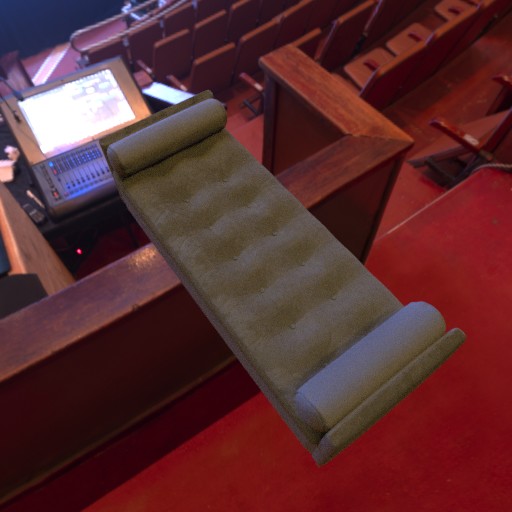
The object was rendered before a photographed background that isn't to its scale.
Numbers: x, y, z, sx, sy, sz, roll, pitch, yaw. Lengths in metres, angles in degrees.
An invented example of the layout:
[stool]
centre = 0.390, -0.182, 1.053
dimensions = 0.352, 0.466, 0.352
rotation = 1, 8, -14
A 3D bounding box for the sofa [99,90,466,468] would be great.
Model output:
[sofa]
centre = 0.000, 0.000, 2.501
dimensions = 0.796, 0.705, 2.102
rotation = -32, 63, -18
